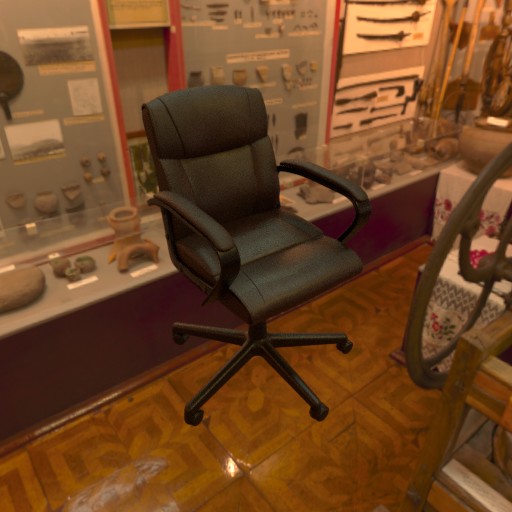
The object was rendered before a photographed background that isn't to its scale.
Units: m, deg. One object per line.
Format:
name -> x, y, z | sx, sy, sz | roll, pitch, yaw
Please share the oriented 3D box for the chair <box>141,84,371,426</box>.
chair -> 0.000, 0.000, 1.508 | 0.739, 1.004, 0.717 | -21, 37, -31
